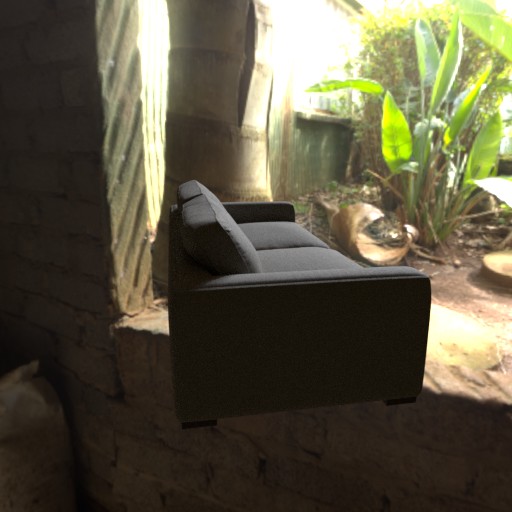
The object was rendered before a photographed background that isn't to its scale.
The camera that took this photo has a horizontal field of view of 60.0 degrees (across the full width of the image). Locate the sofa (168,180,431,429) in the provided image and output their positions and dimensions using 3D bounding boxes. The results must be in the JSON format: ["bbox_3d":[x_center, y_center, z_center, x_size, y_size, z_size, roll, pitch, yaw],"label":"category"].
[{"bbox_3d":[0.000,0.000,2.766,1.070,0.801,2.262,-3,15,-10],"label":"sofa"}]
